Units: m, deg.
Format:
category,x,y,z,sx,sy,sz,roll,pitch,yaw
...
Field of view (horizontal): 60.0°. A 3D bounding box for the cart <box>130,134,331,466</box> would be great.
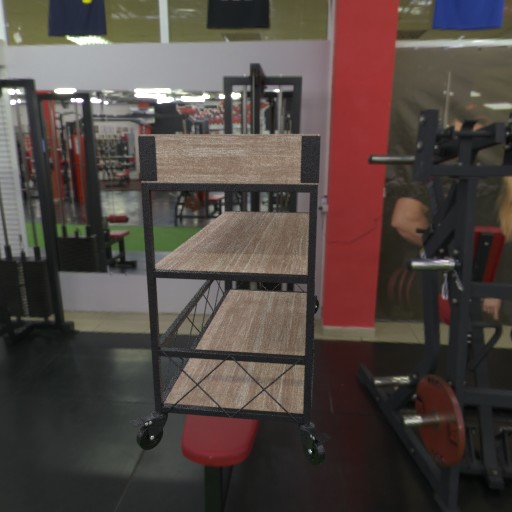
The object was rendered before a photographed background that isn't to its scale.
category,x,y,z,sx,sy,sz,roll,pitch,yaw
cart,0.000,0.000,1.518,0.500,0.787,1.101,2,14,7
